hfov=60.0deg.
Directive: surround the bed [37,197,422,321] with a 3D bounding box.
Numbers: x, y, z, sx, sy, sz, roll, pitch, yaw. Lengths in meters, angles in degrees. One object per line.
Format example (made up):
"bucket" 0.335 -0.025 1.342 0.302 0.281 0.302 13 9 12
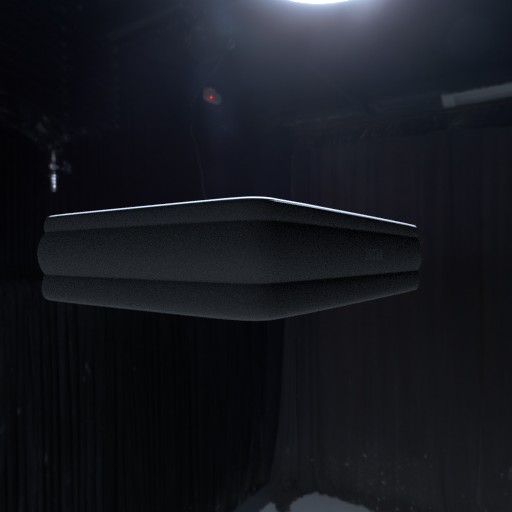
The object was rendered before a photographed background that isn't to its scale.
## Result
"bed" 0.000 0.000 2.696 1.520 0.460 2.036 0 0 36
